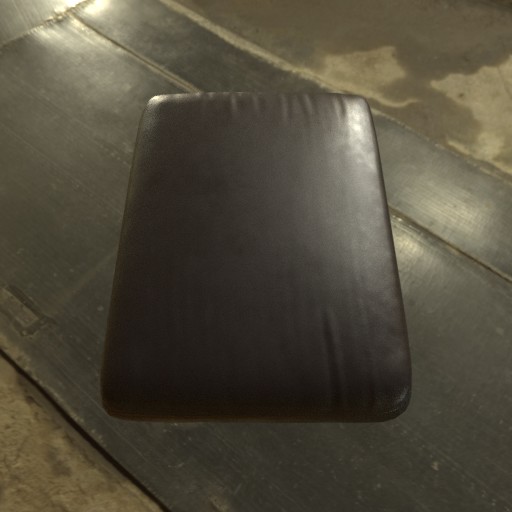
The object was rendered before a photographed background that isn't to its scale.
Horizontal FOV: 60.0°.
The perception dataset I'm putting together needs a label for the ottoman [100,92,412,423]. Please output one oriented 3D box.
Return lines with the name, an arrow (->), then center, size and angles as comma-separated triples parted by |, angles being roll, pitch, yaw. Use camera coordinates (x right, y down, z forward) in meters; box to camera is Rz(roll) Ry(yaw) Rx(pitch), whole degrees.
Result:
ottoman -> 0.000, 0.000, 1.051 | 0.570, 0.402, 0.764 | 0, 63, 0
